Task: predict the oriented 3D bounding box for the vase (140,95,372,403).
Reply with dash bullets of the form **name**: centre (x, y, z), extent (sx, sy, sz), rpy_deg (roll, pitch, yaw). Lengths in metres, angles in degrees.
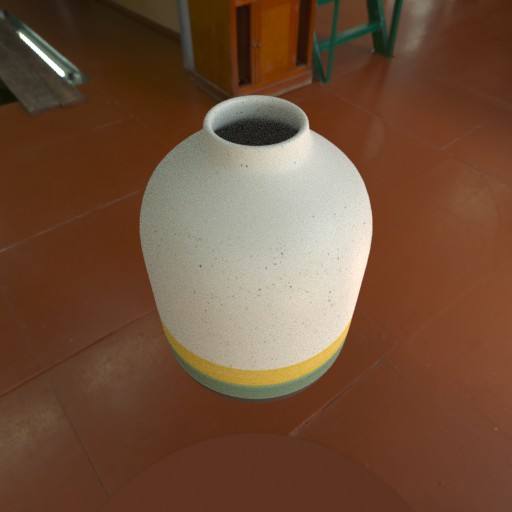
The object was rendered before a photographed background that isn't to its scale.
- **vase**: centre (0.000, 0.000, 0.355), extent (0.169, 0.240, 0.169), rpy_deg (0, 47, 0)
